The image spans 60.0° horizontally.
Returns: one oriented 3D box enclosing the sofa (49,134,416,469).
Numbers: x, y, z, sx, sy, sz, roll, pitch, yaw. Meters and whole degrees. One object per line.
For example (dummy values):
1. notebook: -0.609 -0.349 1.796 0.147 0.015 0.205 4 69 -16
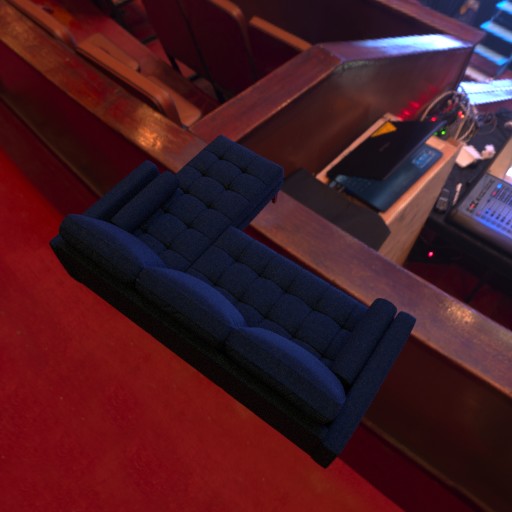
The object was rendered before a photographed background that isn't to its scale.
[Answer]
1. sofa: 0.000 0.000 2.998 2.185 0.841 1.613 32 63 18
